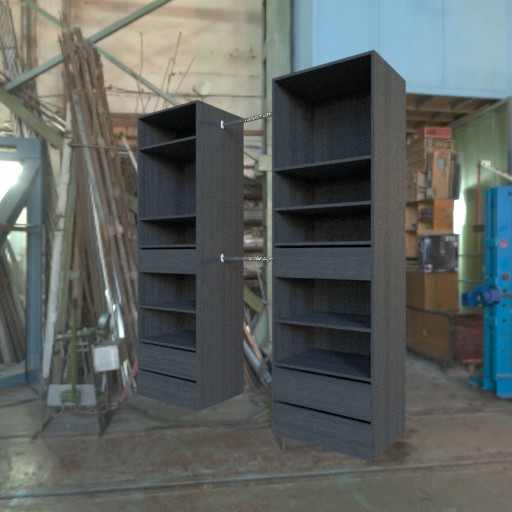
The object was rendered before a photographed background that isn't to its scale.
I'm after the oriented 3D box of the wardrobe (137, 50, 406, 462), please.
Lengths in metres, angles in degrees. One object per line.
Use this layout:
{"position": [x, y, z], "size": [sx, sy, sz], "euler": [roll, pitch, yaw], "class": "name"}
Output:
{"position": [0.000, 0.000, 2.864], "size": [1.770, 2.000, 0.480], "euler": [0, 0, 36], "class": "wardrobe"}
